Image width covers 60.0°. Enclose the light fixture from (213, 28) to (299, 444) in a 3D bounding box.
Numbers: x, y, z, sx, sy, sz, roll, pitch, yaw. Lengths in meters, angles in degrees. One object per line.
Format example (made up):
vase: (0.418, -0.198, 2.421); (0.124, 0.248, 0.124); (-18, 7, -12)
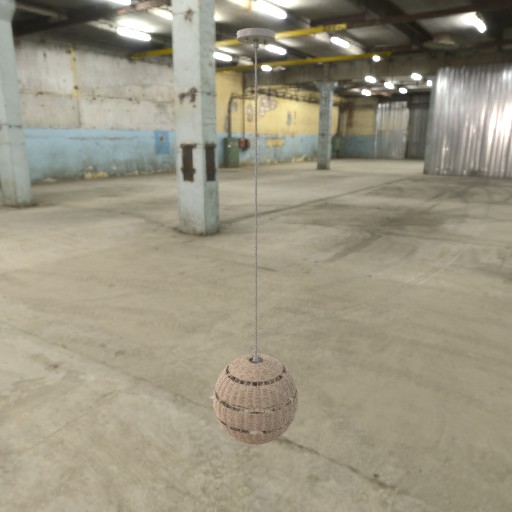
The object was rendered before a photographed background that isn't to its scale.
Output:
light fixture: (0.000, 0.000, 2.189); (0.457, 2.019, 0.457); (-7, 16, -27)
